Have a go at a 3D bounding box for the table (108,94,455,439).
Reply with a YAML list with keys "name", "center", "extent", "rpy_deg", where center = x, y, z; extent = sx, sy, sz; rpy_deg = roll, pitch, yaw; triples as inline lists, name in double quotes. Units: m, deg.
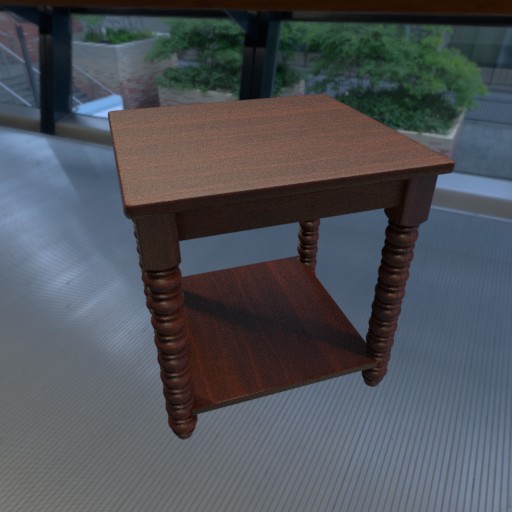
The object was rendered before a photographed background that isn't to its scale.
- name: "table"
  center: [0.000, 0.000, 1.008]
  extent: [0.533, 0.567, 0.500]
  rpy_deg: [-10, 34, -15]
